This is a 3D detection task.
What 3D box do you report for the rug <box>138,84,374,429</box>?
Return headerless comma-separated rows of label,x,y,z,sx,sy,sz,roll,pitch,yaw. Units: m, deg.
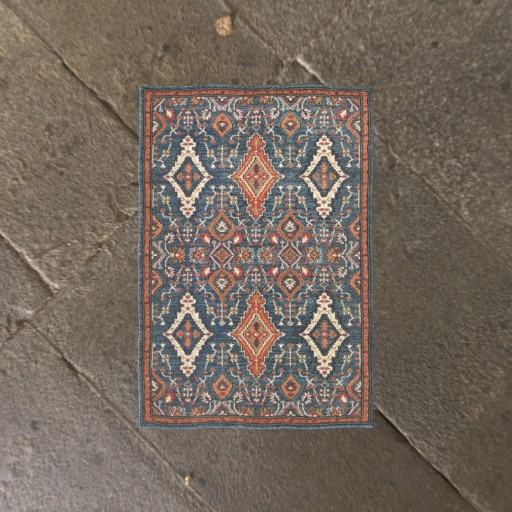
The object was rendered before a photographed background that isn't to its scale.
rug,0.000,0.000,3.050,1.622,0.009,2.373,0,89,0
